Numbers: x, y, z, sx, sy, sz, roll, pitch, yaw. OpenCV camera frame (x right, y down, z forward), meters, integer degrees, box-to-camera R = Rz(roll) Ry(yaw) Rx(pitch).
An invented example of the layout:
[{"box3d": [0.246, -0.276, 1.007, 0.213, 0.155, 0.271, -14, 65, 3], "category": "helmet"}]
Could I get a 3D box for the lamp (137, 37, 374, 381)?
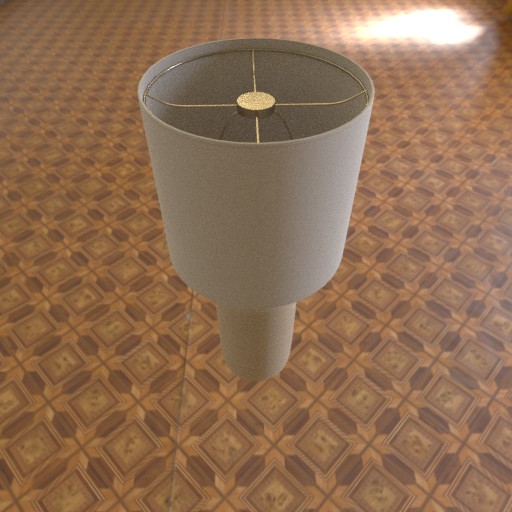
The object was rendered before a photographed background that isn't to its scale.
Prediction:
[{"box3d": [0.000, 0.000, 0.589, 0.220, 0.475, 0.220, 9, 46, 8], "category": "lamp"}]
